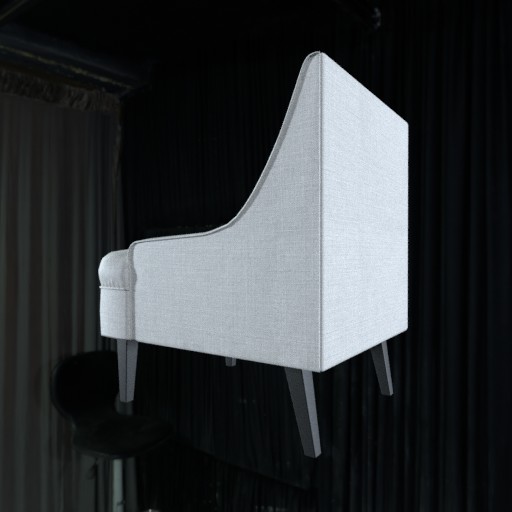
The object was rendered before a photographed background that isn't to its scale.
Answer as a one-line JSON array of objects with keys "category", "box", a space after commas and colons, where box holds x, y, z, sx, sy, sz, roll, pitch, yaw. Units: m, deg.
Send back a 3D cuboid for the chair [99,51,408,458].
[{"category": "chair", "box": [0.000, 0.000, 1.402, 0.772, 0.891, 0.658, 0, 1, 35]}]
